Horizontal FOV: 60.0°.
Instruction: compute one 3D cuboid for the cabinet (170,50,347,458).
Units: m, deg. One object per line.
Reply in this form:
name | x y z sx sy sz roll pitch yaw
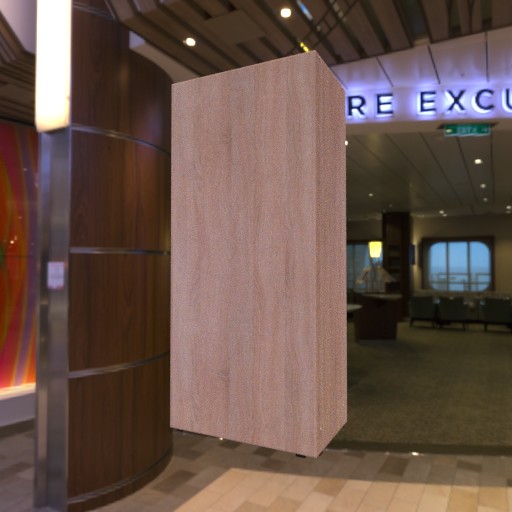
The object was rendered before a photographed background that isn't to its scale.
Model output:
cabinet | 0.000 0.000 2.886 1.094 2.120 1.327 0 -1 -17
